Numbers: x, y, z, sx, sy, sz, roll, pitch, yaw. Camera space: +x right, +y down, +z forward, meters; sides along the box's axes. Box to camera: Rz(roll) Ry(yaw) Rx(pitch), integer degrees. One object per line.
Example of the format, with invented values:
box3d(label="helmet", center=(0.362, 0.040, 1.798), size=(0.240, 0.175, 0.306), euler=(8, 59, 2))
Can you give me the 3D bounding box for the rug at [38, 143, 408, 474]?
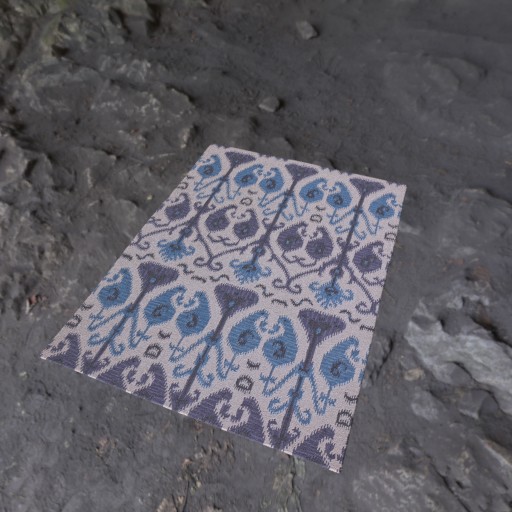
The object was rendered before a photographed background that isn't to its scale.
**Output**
box3d(label="rug", center=(0.000, 0.000, 2.920), size=(1.676, 0.013, 2.261), euler=(15, 48, 14))
